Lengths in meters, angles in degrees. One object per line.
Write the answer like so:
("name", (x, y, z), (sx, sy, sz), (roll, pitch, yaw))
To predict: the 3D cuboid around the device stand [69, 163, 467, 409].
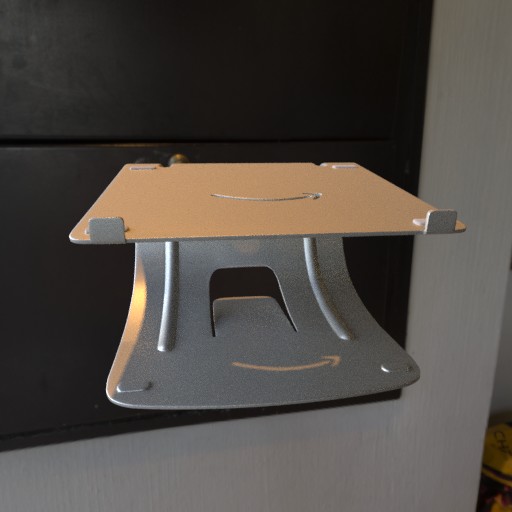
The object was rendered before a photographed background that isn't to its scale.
("device stand", (0.000, 0.000, 0.394), (0.256, 0.155, 0.236), (-2, 14, -8))
